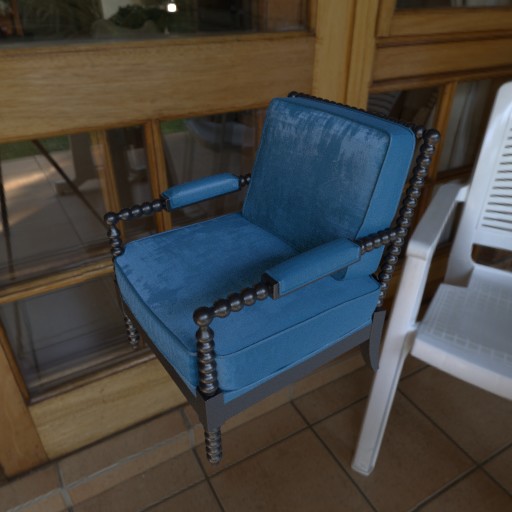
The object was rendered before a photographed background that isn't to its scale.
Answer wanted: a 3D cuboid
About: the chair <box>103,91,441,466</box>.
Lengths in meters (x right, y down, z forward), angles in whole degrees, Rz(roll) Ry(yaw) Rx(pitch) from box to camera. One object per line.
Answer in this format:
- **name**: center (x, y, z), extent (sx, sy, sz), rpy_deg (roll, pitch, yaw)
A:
- **chair**: center (0.000, 0.000, 1.440), extent (0.805, 0.857, 0.688), rpy_deg (-20, 37, -29)
